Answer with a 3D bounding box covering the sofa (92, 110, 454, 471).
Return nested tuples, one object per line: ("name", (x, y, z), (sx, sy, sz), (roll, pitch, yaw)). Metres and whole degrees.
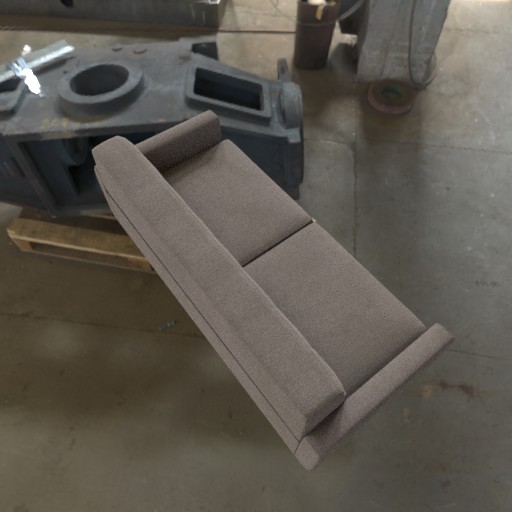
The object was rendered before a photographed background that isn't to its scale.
("sofa", (0.000, 0.000, 2.491), (0.909, 0.841, 2.029), (-33, 63, -19))
